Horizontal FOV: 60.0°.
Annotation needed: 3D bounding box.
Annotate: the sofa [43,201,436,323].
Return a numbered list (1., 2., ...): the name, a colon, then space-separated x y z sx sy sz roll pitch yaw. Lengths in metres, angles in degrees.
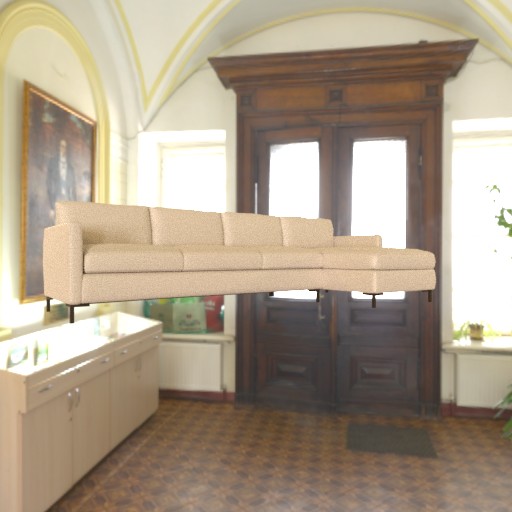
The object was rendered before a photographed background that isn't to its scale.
1. sofa: 0.000 0.000 3.298 2.731 0.755 1.258 0 0 -36
